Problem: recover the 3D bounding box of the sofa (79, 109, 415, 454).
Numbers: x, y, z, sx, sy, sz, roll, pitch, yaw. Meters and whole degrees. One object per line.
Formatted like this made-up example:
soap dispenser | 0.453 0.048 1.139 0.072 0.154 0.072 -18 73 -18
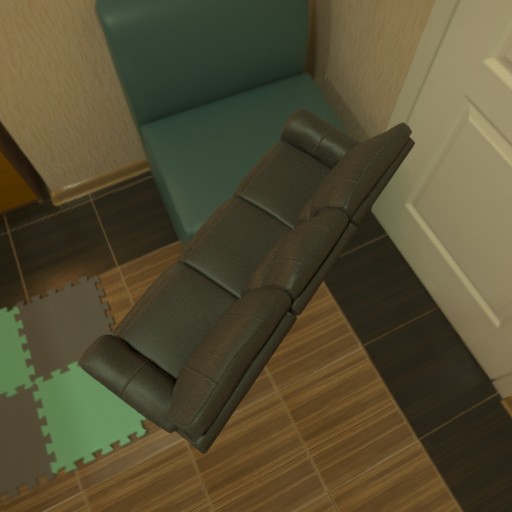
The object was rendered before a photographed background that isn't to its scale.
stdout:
sofa | 0.000 0.000 3.244 1.104 1.134 2.627 32 68 15
